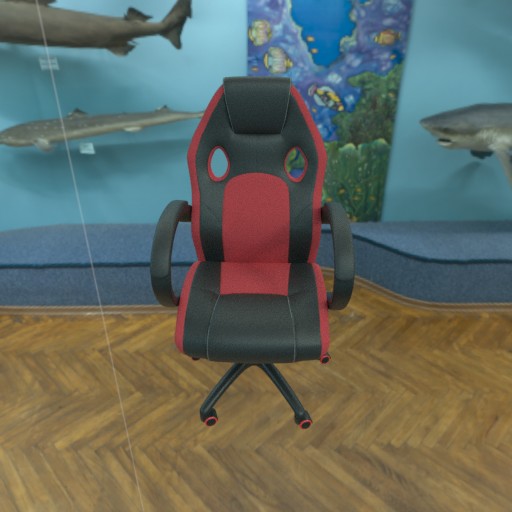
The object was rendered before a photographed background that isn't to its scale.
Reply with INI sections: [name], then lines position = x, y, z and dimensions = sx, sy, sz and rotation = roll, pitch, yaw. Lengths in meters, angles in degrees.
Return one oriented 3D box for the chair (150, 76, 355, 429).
[chair]
position = 0.000, 0.000, 1.672
dimensions = 0.673, 1.187, 0.724
rotation = 1, 29, 2
